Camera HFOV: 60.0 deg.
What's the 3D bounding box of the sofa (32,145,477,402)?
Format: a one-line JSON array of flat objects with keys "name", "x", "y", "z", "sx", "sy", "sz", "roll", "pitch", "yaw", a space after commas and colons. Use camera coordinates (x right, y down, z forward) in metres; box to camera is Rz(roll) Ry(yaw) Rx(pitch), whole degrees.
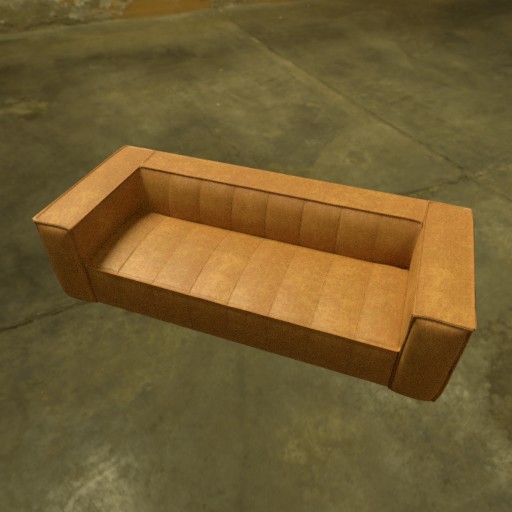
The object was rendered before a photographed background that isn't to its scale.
[{"name": "sofa", "x": 0.000, "y": 0.000, "z": 2.958, "sx": 2.581, "sy": 0.701, "sz": 1.102, "roll": 13, "pitch": 43, "yaw": 15}]
